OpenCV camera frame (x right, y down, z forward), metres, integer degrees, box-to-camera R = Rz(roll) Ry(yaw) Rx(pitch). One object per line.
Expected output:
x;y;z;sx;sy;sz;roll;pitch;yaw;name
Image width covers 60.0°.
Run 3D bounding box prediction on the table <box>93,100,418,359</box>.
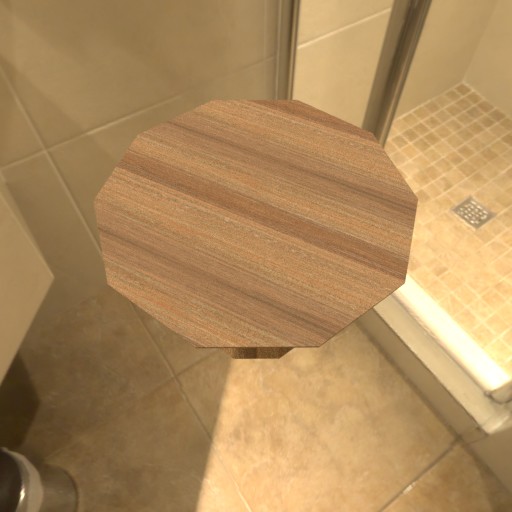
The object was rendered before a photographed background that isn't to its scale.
0.000;0.000;1.934;1.186;0.752;1.186;0;57;0;table
